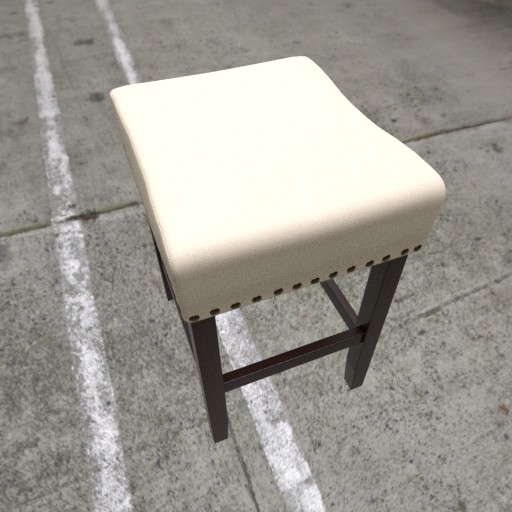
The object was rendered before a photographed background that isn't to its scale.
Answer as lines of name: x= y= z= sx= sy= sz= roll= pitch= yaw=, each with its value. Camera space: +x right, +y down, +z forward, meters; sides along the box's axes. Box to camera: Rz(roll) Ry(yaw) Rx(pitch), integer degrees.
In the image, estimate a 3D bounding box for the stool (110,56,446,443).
stool: x=0.000 y=0.000 z=0.922 sx=0.401 sy=0.609 sz=0.471 roll=-16 pitch=49 yaw=-15
